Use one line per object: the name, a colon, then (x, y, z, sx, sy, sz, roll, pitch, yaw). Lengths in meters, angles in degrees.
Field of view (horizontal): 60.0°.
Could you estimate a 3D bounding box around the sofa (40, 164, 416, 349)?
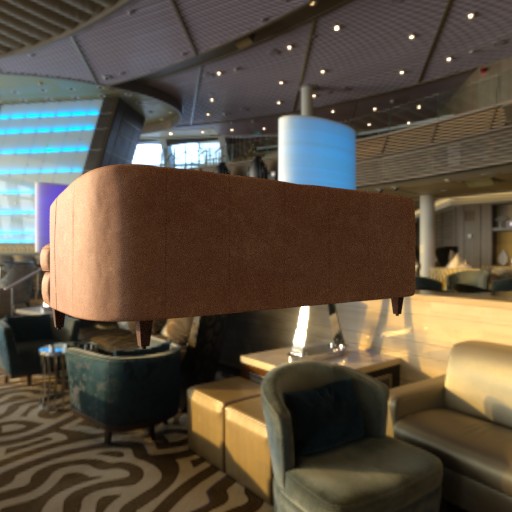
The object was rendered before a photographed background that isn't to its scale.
sofa: (0.000, 0.000, 2.693, 2.257, 0.791, 0.922, 0, 0, -36)
